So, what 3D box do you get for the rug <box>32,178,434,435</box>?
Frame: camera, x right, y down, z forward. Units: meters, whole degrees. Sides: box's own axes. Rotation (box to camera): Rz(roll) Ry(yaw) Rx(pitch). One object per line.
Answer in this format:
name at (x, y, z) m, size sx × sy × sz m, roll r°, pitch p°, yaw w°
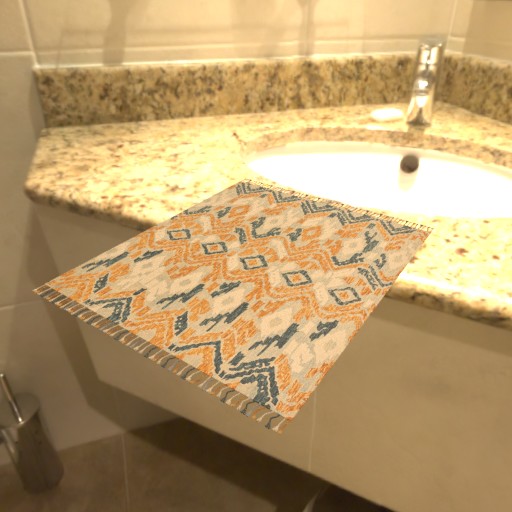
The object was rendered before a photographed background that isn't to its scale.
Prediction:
rug at (0.000, 0.000, 4.165) m, size 2.439 × 0.010 × 3.048 m, roll 20°, pitch 37°, yaw 29°
